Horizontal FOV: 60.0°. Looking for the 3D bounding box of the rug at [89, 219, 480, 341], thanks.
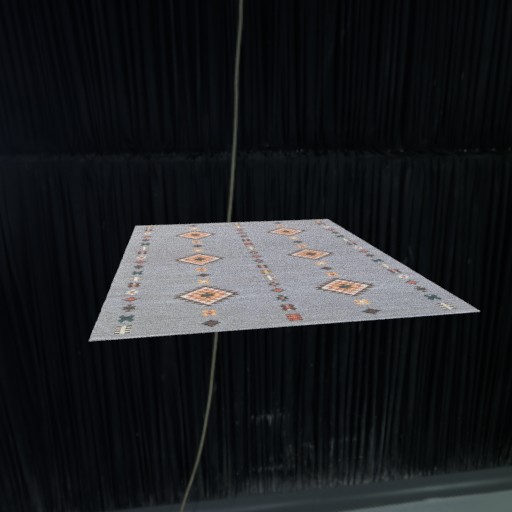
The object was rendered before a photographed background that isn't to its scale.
[{"bbox_3d":[0.000,0.000,4.109,2.425,0.008,3.035,-3,16,-9],"label":"rug"}]
